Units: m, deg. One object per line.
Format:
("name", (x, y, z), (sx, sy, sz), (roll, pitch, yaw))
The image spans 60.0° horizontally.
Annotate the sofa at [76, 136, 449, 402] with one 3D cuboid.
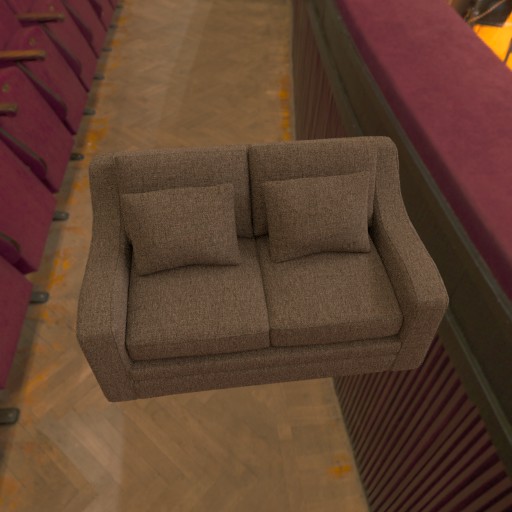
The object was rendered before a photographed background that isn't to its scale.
("sofa", (0.000, 0.000, 2.449), (1.778, 0.991, 1.120), (-5, 47, -4))
